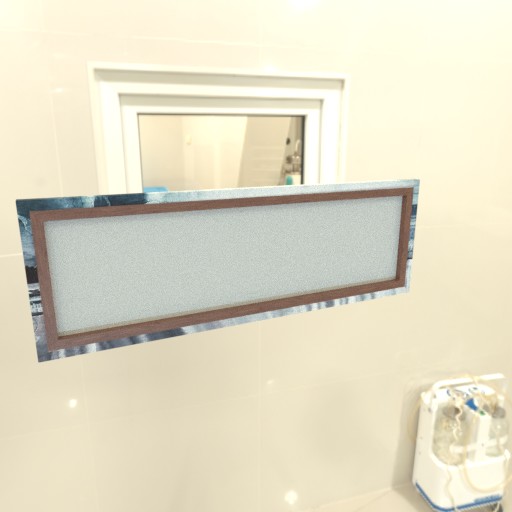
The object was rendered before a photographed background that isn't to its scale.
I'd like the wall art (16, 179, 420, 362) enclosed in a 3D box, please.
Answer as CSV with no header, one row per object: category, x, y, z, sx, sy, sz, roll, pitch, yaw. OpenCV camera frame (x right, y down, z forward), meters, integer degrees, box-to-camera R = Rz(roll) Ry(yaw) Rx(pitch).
wall art,0.000,0.000,1.651,1.524,0.509,0.037,-7,17,-24
